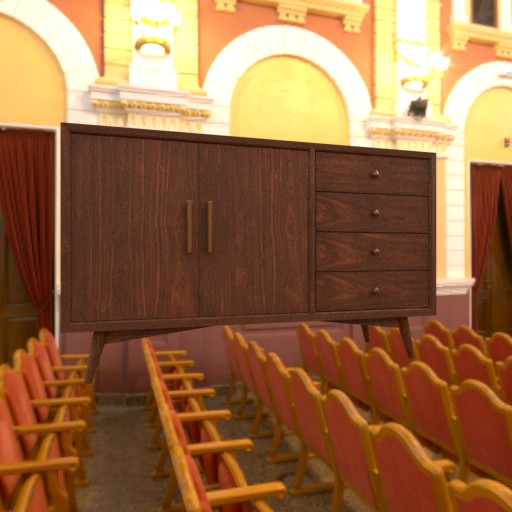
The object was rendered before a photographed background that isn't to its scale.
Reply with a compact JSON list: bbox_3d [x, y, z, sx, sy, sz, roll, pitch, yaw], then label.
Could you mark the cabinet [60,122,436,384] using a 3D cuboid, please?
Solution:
[{"bbox_3d":[0.000,0.000,2.005,1.575,0.940,0.505,0,0,-17],"label":"cabinet"}]
